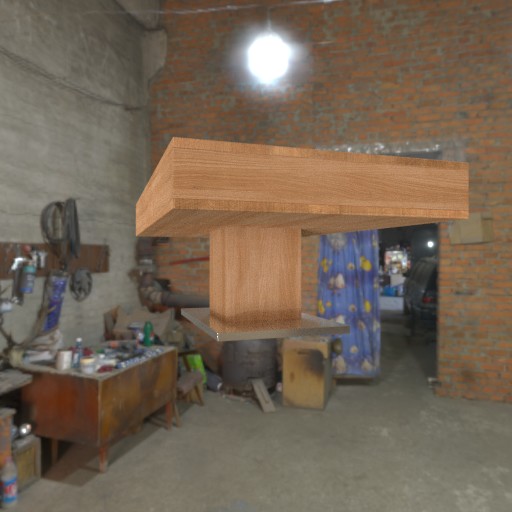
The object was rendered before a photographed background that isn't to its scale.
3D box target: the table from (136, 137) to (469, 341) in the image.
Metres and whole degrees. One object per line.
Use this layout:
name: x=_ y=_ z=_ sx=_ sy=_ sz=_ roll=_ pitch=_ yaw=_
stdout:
table: x=0.000 y=0.000 z=1.463 sx=0.700 sy=0.440 sz=1.100 roll=0 pitch=0 yaw=-19
